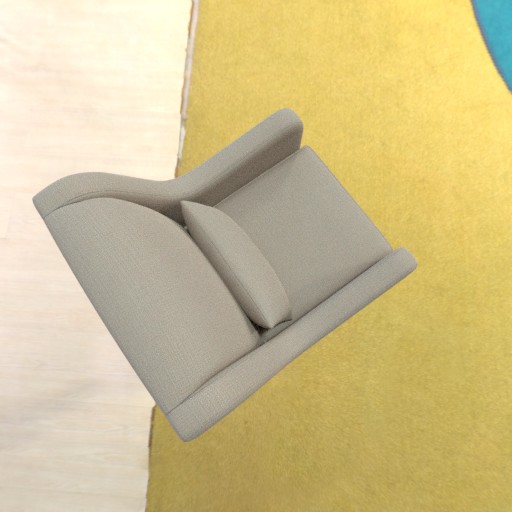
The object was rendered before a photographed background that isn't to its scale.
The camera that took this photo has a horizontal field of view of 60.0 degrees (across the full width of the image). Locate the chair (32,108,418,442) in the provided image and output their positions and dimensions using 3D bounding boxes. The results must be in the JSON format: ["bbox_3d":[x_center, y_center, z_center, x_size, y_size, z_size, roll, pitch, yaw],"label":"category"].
[{"bbox_3d":[0.000,0.000,1.552,0.896,1.017,0.715,-35,78,-8],"label":"chair"}]
